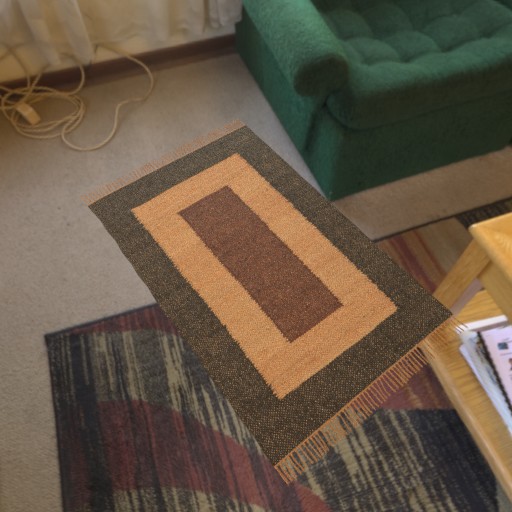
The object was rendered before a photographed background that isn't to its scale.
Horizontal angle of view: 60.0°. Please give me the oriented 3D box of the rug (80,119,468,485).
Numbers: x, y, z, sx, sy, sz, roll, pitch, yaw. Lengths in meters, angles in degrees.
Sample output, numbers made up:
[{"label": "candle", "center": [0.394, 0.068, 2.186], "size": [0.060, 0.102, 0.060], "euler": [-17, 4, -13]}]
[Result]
[{"label": "rug", "center": [0.000, 0.000, 1.904], "size": [0.920, 0.013, 1.541], "euler": [-32, 63, -19]}]
